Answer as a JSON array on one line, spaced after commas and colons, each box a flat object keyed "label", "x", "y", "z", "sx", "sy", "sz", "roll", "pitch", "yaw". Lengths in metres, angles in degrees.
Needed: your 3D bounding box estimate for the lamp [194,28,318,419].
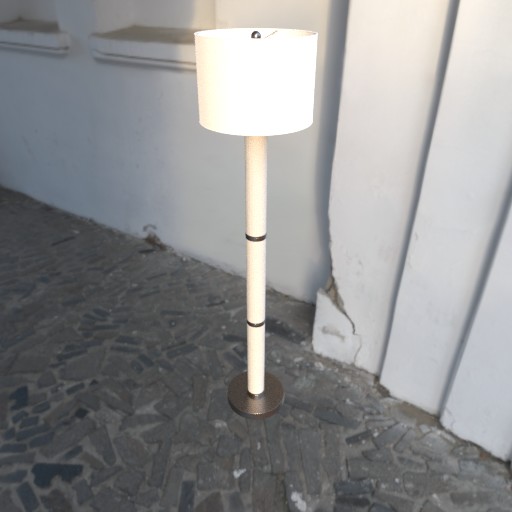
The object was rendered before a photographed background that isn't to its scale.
[{"label": "lamp", "x": 0.000, "y": 0.000, "z": 1.761, "sx": 0.377, "sy": 1.599, "sz": 0.377, "roll": -21, "pitch": 37, "yaw": -31}]
